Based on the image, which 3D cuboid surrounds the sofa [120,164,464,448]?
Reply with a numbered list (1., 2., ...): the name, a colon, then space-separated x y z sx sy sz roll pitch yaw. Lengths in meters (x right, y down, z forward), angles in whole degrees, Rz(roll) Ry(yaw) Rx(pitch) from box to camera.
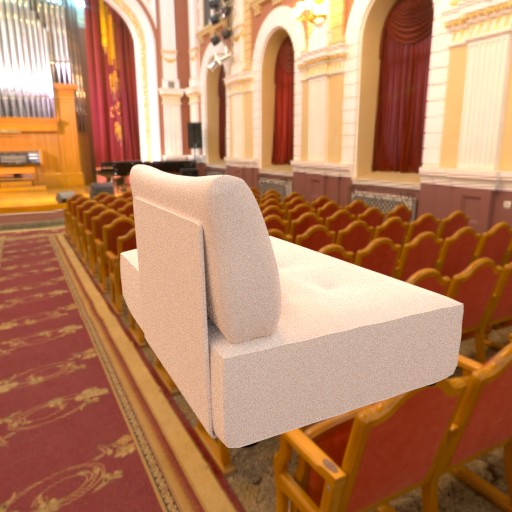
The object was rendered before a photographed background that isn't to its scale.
1. sofa: 0.000 0.000 2.027 1.000 0.820 1.450 -7 15 -27
